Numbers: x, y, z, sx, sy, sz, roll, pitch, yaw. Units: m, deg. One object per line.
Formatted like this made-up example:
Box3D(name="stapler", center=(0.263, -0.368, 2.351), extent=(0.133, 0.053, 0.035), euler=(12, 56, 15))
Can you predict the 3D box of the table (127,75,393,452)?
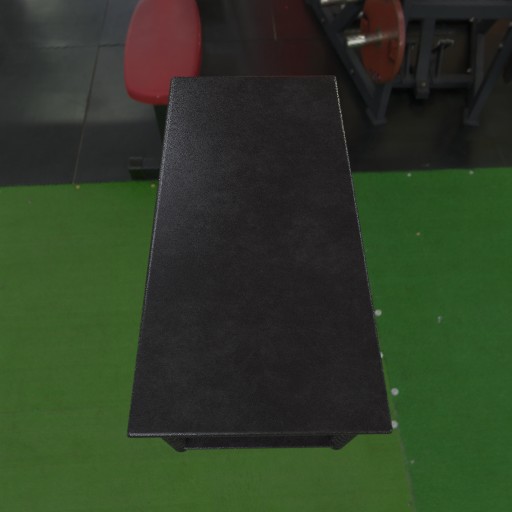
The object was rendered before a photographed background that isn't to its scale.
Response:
Box3D(name="table", center=(0.000, 0.000, 1.446), extent=(0.580, 0.487, 1.171), euler=(-1, 59, 0))
